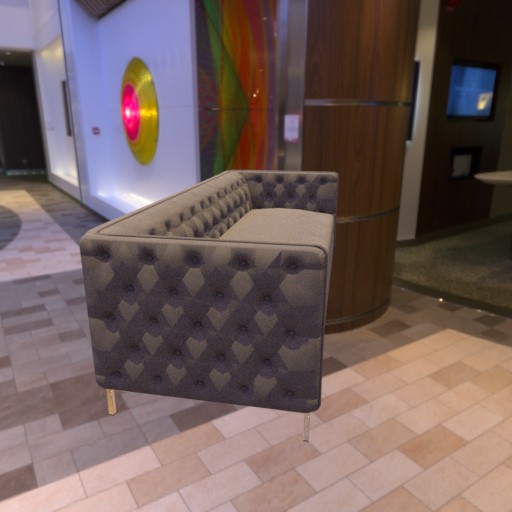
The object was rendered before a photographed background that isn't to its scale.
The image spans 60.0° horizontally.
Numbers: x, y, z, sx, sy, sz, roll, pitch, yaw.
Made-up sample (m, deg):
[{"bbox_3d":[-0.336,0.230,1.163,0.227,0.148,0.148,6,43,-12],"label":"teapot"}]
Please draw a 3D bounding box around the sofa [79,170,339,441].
[{"bbox_3d":[0.000,0.000,2.609,0.895,0.771,2.209,3,17,11],"label":"sofa"}]
